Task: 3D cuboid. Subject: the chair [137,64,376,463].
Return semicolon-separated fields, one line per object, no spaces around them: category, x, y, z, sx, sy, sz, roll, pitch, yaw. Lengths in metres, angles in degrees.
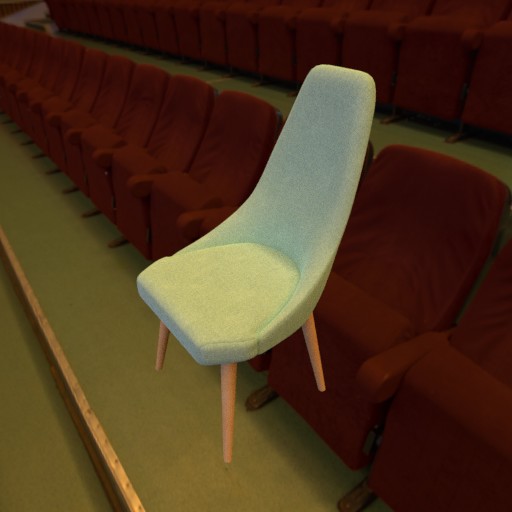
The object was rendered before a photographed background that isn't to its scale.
chair;0.000;0.000;1.391;0.660;1.040;0.510;-22;38;-30
